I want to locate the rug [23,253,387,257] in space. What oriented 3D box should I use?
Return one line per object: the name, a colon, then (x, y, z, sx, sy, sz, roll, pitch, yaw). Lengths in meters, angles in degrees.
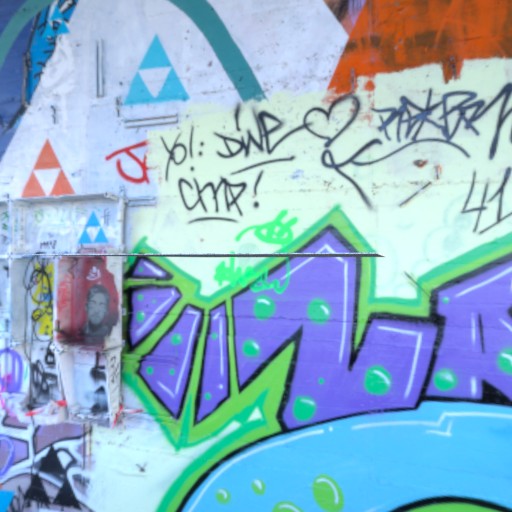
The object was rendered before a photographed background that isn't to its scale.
rug: (0.000, 0.000, 2.142, 1.190, 0.003, 1.634, 0, 0, 17)
